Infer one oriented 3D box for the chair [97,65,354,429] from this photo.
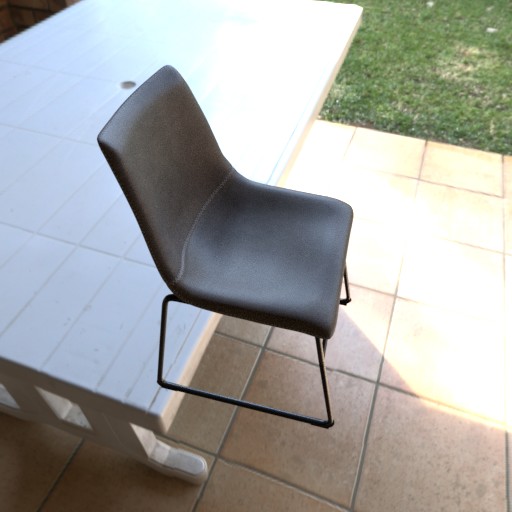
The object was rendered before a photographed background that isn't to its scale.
[{"bbox_3d":[0.000,0.000,1.126,0.550,0.780,0.460,11,47,10],"label":"chair"}]
